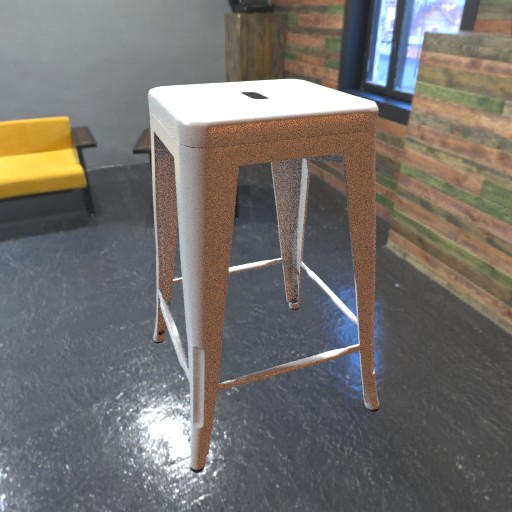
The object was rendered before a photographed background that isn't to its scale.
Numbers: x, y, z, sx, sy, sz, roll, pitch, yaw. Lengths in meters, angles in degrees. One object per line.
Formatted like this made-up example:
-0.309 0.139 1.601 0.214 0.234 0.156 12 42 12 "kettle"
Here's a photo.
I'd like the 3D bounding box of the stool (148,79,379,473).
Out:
0.000 0.000 0.878 0.406 0.610 0.406 -11 31 -18 "stool"
